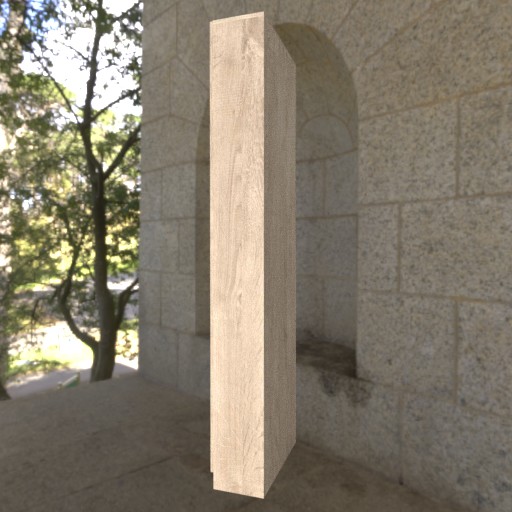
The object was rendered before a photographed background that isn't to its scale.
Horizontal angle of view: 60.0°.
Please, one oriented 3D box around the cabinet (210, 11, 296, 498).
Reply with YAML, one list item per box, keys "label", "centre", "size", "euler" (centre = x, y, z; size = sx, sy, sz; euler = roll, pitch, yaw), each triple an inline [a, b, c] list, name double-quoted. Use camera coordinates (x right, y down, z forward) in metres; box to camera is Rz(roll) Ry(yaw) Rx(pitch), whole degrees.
- label: "cabinet"
  centre: [0.000, 0.000, 1.903]
  size: [0.230, 1.790, 0.500]
  euler: [0, 1, 19]
